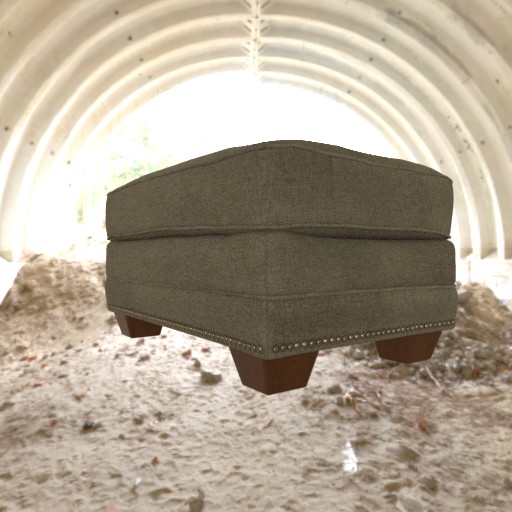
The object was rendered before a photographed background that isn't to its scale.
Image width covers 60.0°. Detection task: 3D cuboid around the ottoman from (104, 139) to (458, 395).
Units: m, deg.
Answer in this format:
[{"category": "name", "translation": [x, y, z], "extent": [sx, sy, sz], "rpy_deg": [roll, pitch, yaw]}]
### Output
[{"category": "ottoman", "translation": [0.000, 0.000, 1.130], "extent": [0.561, 0.457, 0.813], "rpy_deg": [0, 0, -35]}]
